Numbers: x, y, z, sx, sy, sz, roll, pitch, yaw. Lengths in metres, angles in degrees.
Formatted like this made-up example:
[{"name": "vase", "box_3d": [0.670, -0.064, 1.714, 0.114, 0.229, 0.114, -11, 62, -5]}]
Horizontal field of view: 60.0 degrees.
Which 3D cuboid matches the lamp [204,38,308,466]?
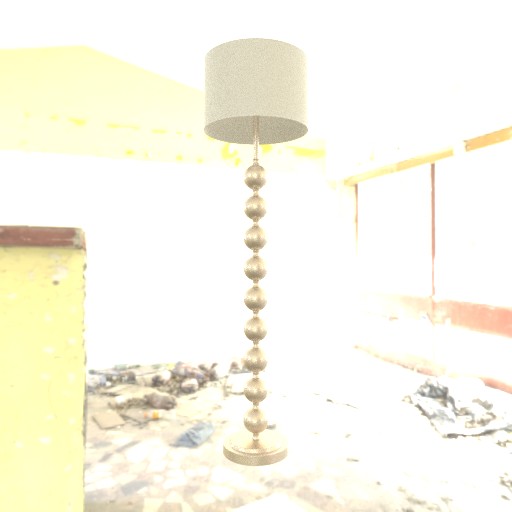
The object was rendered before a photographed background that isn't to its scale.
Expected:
[{"name": "lamp", "box_3d": [0.000, 0.000, 1.679, 0.394, 1.474, 0.394, 0, 0, 0]}]
